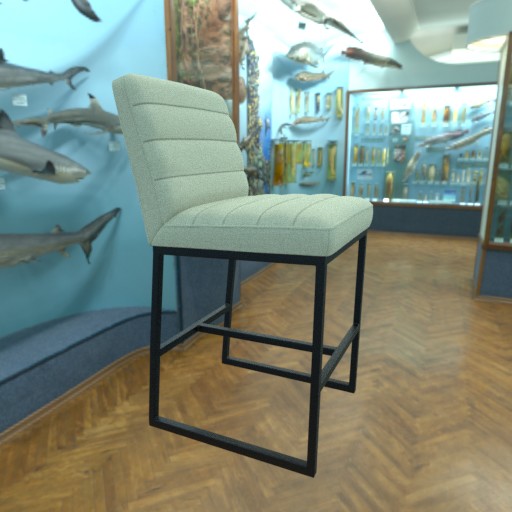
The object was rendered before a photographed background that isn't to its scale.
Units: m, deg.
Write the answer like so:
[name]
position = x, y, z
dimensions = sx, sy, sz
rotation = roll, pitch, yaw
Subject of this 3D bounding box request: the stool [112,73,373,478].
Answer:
[stool]
position = 0.000, 0.000, 1.242
dimensions = 0.560, 0.940, 0.460
rotation = 6, 15, 24
